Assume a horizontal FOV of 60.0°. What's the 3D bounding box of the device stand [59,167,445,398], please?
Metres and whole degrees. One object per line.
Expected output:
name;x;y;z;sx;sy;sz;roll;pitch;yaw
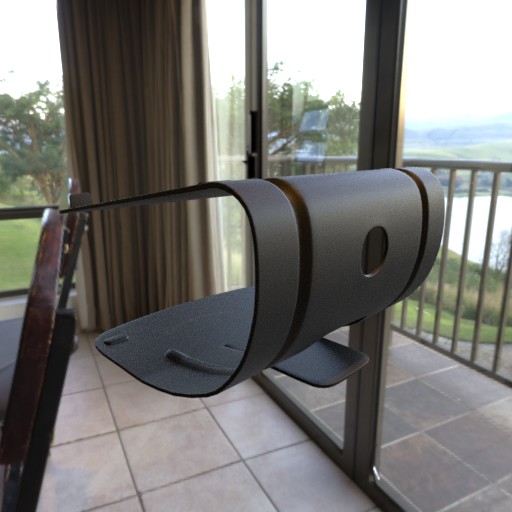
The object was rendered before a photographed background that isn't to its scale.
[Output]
device stand;0.000;0.000;0.398;0.236;0.155;0.256;14;19;43
